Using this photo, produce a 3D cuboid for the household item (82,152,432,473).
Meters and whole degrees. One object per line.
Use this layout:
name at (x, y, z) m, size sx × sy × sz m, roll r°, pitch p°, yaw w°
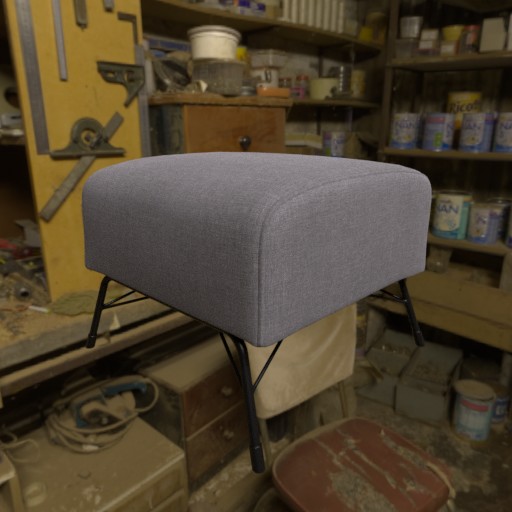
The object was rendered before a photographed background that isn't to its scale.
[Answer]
household item at (0.000, 0.000, 0.912) m, size 0.530 × 0.410 × 0.530 m, roll 16°, pitch 23°, yaw 42°
